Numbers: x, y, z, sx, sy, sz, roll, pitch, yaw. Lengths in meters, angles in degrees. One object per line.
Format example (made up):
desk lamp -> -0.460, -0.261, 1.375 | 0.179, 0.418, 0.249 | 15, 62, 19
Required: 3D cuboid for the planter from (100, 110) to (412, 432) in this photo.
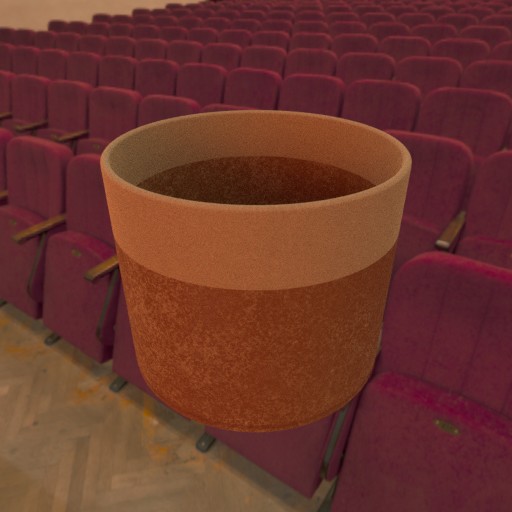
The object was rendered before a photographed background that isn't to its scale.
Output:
planter -> 0.000, 0.000, 0.270 | 0.159, 0.138, 0.159 | 0, 31, 0
